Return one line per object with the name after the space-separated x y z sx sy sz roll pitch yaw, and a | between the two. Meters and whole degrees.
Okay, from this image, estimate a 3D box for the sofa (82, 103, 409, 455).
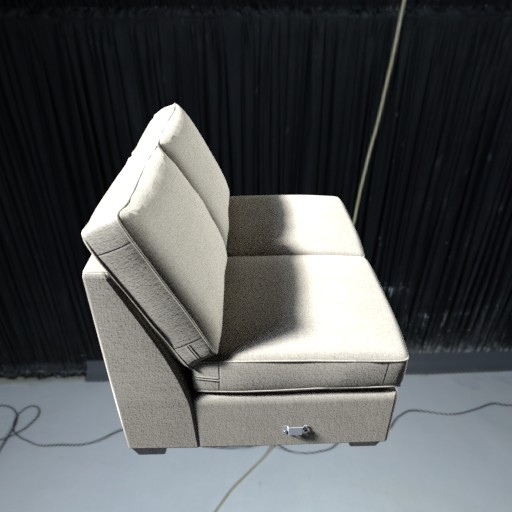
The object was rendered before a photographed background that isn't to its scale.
0.000 0.000 1.891 0.978 1.006 1.232 -1 32 -1 | sofa
